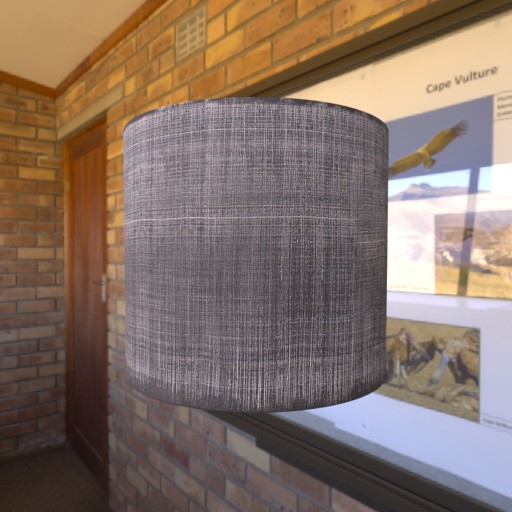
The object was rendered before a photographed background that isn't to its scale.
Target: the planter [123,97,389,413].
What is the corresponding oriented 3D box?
[{"bbox_3d":[0.000,0.000,0.387,0.221,0.201,0.221,0,1,0],"label":"planter"}]
